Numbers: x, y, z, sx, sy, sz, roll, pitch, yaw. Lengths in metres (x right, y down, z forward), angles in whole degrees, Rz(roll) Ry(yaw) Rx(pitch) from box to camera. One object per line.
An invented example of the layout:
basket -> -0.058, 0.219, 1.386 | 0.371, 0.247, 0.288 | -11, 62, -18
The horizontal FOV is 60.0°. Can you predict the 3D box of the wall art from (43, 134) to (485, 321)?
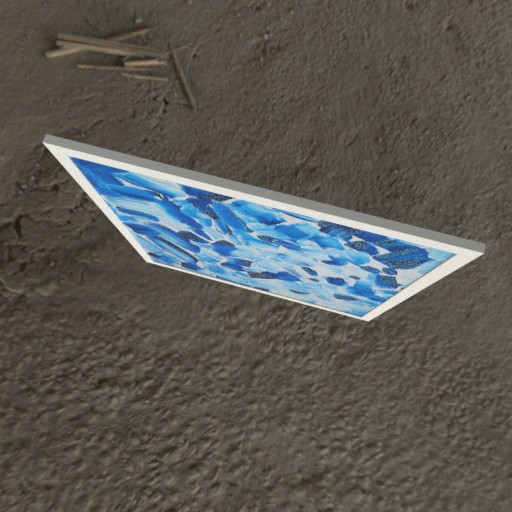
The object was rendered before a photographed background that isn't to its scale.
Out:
wall art -> 0.000, 0.000, 0.958 | 0.660, 0.660, 0.015 | 15, 74, 4
